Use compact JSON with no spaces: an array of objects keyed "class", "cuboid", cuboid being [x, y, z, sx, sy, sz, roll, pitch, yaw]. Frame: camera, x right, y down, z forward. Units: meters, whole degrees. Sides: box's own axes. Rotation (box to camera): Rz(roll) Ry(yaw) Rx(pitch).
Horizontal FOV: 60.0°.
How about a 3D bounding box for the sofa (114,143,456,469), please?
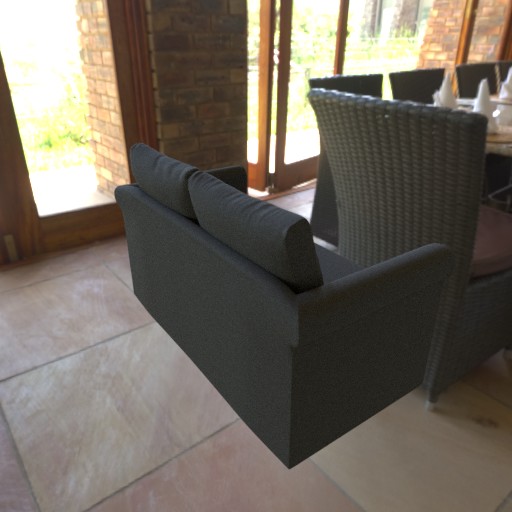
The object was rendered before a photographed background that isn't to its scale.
[{"class":"sofa","cuboid":[0.000,0.000,1.984,0.741,0.872,1.460,-17,31,-31]}]
